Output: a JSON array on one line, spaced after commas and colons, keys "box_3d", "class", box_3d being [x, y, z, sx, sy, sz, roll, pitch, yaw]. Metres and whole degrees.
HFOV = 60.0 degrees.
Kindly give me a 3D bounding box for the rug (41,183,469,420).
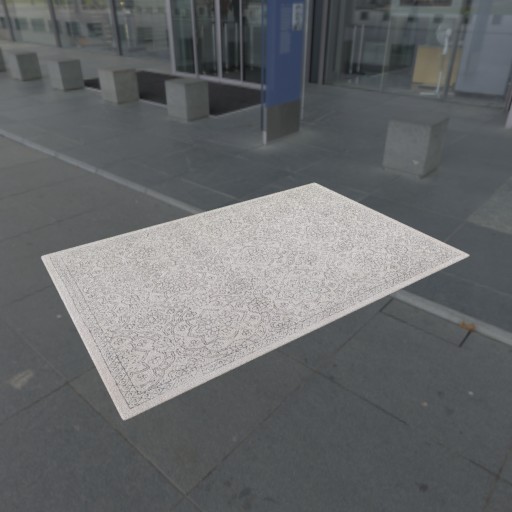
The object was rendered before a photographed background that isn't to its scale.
[{"box_3d": [0.000, 0.000, 2.834, 2.286, 0.011, 1.524, -19, 36, -29], "class": "rug"}]
